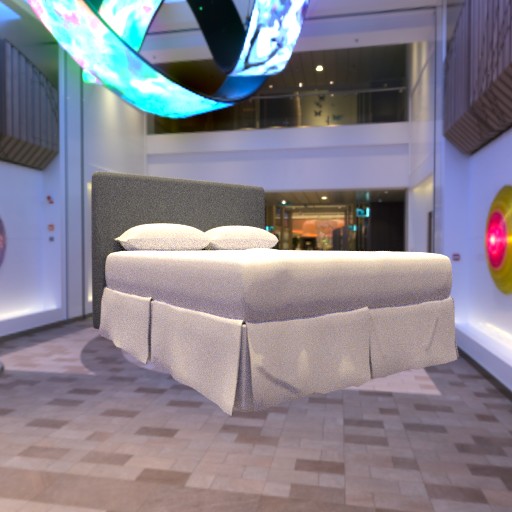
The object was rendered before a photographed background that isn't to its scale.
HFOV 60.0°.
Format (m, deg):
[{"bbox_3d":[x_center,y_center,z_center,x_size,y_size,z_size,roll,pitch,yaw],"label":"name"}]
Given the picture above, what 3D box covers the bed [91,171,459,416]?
[{"bbox_3d":[0.000,0.000,3.149,1.723,1.330,2.142,-1,2,-35],"label":"bed"}]
